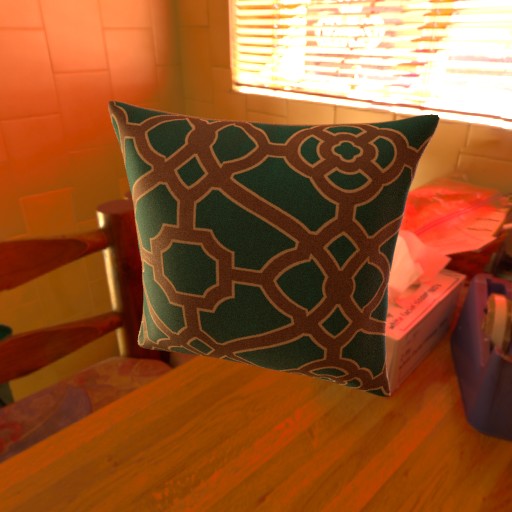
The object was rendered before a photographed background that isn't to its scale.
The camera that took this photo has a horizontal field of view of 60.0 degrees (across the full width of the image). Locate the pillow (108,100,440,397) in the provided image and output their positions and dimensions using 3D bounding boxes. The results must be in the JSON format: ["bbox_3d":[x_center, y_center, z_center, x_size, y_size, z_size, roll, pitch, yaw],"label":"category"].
[{"bbox_3d":[0.000,0.000,0.786,0.526,0.507,0.166,8,28,15],"label":"pillow"}]
